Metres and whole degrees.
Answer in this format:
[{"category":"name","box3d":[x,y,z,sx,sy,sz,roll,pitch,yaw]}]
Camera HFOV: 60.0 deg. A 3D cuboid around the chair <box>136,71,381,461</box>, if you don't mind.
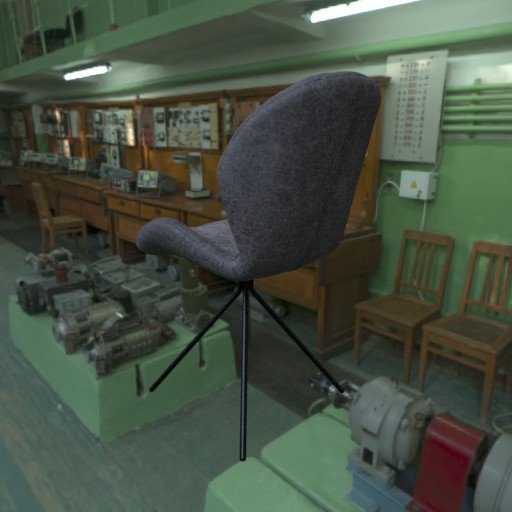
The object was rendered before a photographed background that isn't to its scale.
[{"category":"chair","box3d":[0.000,0.000,1.269,0.527,0.934,0.640,-15,22,-42]}]
